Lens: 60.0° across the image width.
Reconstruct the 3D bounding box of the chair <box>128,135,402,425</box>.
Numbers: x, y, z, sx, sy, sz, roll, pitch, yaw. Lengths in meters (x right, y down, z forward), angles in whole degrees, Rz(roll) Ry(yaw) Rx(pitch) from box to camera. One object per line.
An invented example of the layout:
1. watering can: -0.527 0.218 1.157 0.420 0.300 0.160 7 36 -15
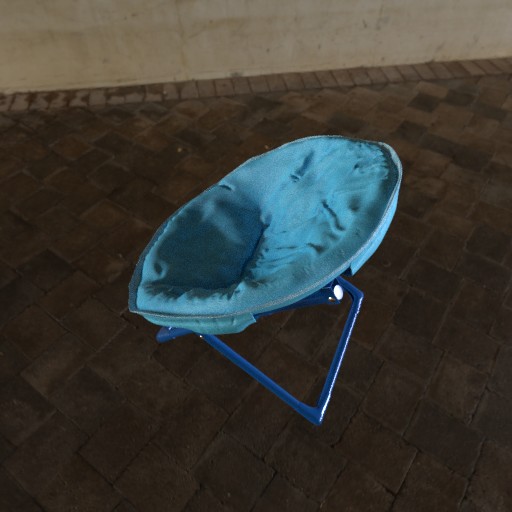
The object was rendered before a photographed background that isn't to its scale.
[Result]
1. chair: 0.000 0.000 0.890 0.465 0.478 0.520 17 49 16
